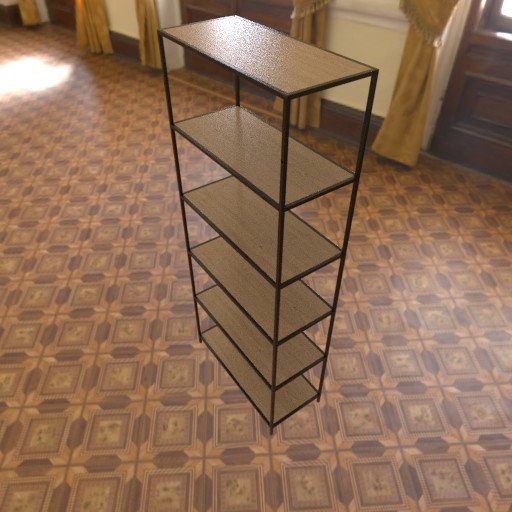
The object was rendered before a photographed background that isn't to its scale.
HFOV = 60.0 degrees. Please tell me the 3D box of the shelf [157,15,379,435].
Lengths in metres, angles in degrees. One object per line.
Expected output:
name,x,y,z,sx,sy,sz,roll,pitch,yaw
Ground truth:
shelf,0.000,0.000,2.084,0.350,1.850,0.770,-25,47,-26
